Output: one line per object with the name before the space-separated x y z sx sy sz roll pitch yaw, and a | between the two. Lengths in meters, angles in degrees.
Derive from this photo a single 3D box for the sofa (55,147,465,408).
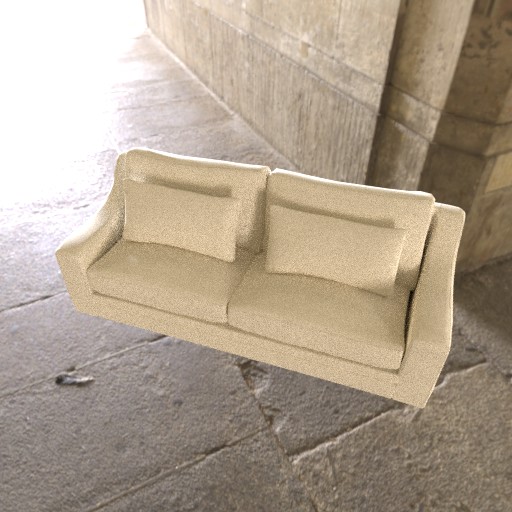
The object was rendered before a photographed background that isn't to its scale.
sofa | 0.000 0.000 2.975 2.470 1.022 1.009 13 43 14
